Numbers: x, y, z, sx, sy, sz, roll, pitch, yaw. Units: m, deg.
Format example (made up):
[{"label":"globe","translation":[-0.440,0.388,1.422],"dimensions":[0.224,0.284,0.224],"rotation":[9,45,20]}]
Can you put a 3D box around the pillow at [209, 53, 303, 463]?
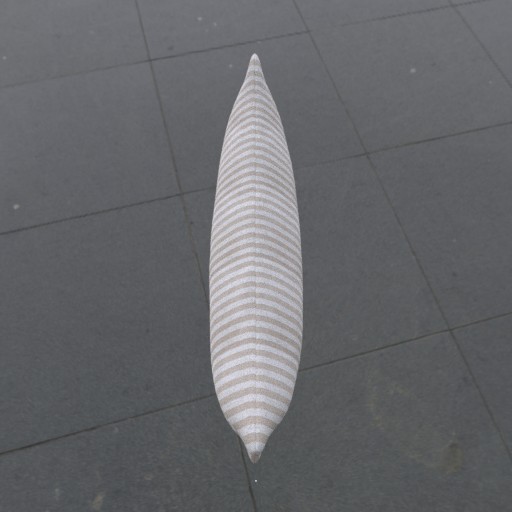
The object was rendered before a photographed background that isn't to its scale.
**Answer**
[{"label":"pillow","translation":[0.000,0.000,0.735],"dimensions":[0.151,0.295,0.617],"rotation":[0,63,0]}]
